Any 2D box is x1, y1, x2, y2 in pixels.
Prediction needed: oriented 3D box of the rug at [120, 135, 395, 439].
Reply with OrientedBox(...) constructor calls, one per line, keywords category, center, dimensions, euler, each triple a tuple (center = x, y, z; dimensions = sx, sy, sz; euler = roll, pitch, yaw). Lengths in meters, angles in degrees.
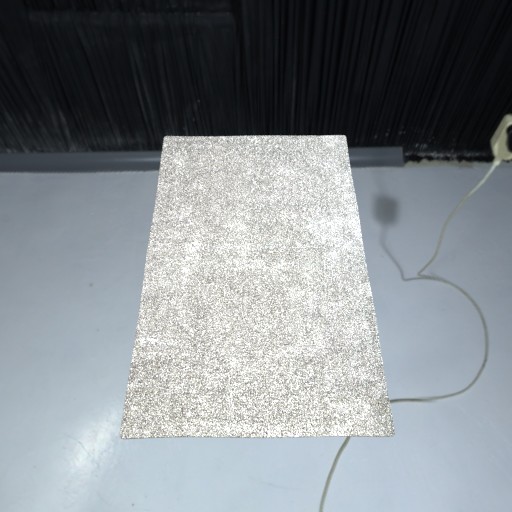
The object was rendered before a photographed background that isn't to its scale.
OrientedBox(category="rug", center=(0.000, 0.000, 3.043), dimensions=(1.502, 0.025, 2.350), euler=(0, 57, 0))
